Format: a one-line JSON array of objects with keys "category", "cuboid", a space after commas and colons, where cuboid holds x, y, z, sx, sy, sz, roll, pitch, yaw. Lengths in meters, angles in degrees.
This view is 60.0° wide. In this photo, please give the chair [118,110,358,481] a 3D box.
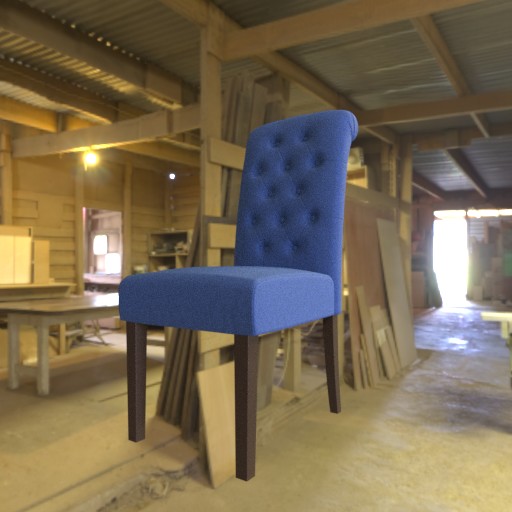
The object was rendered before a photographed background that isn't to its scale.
[{"category": "chair", "cuboid": [0.000, 0.000, 1.362, 0.456, 1.006, 0.671, -1, -1, 35]}]
